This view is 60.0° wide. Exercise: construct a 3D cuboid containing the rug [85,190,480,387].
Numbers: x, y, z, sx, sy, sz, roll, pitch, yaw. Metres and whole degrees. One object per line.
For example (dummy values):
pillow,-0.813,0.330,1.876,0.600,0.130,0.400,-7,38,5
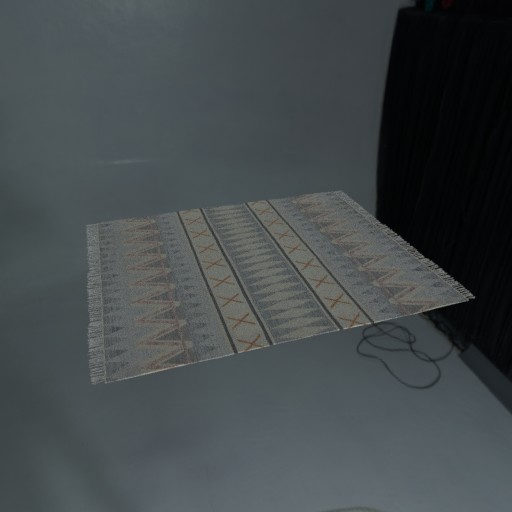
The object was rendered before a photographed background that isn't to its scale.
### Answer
rug,0.000,0.000,4.098,3.000,0.012,2.371,-10,32,-16
